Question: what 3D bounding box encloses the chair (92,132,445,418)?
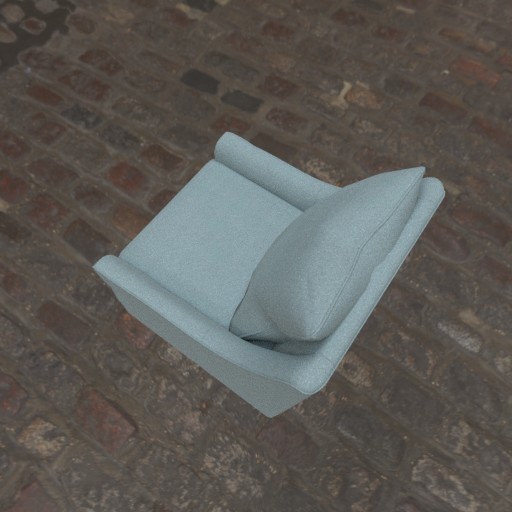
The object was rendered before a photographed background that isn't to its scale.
[{"bbox_3d":[0.000,0.000,1.586,0.870,0.926,0.760,33,67,15],"label":"chair"}]
